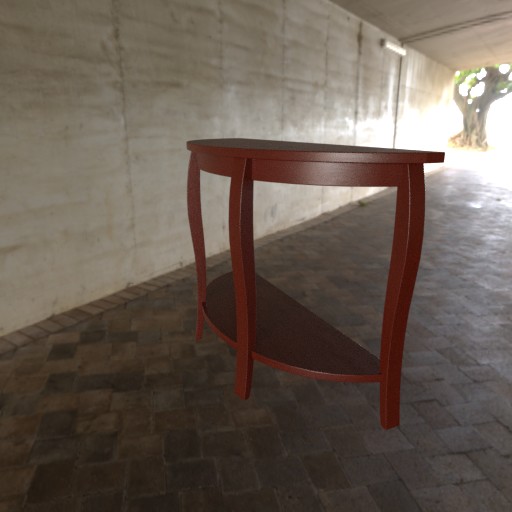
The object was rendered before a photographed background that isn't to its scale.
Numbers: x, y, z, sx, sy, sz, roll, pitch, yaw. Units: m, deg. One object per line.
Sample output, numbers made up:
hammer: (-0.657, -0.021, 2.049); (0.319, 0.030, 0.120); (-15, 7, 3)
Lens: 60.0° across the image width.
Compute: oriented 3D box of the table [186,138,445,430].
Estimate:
table: (0.000, 0.000, 1.585); (0.405, 0.779, 1.219); (-7, 18, -24)
